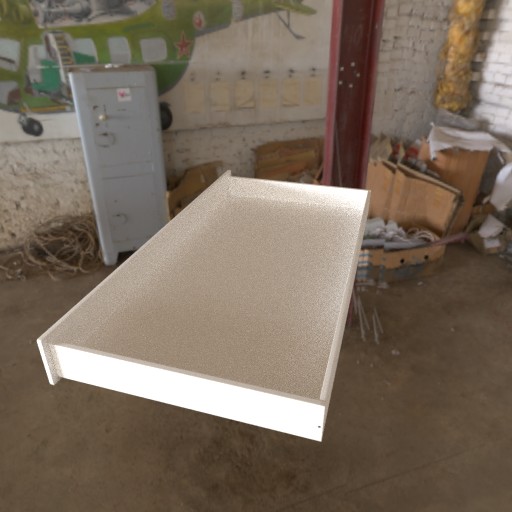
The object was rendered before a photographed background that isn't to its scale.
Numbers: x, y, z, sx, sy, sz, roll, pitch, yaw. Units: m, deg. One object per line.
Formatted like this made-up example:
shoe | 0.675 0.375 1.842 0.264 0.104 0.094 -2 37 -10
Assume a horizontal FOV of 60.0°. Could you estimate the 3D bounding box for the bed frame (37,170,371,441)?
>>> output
bed frame | 0.000 0.000 1.518 0.670 0.141 1.300 8 30 15
